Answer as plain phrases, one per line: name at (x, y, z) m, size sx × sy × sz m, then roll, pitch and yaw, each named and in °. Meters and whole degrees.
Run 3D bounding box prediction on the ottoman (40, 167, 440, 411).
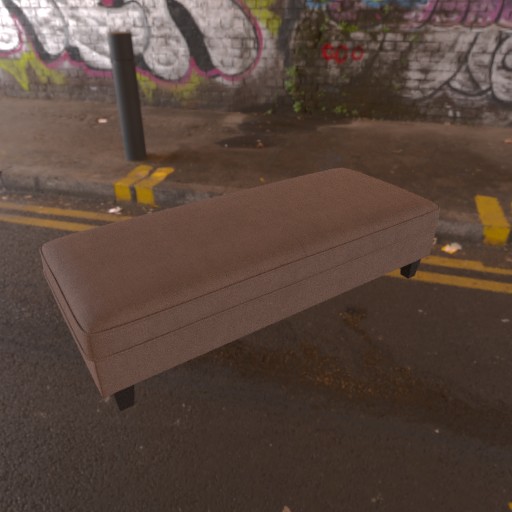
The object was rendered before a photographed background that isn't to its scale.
ottoman at (0.000, 0.000, 2.107) m, size 1.764 × 0.470 × 0.751 m, roll -19°, pitch 35°, yaw -29°
